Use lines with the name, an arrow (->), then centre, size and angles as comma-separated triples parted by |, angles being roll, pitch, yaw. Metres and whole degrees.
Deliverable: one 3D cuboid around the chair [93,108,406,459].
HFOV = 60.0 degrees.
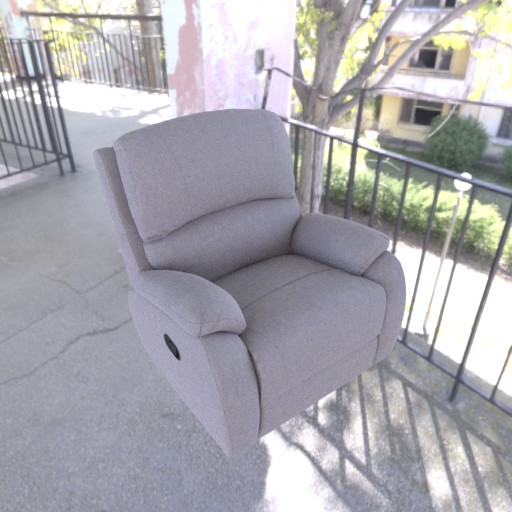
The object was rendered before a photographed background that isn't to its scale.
chair -> 0.000, 0.000, 1.770 | 0.930, 1.011, 0.899 | -21, 36, -32
